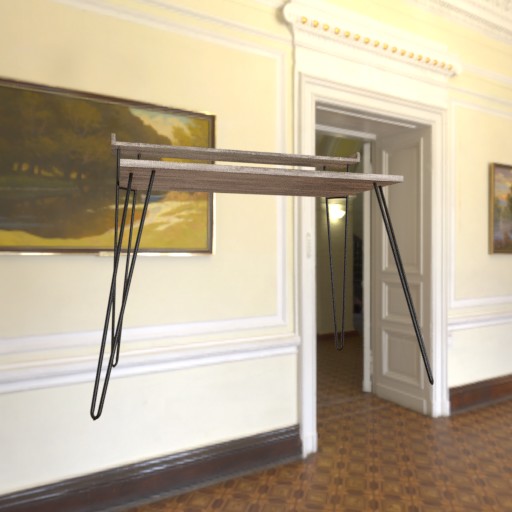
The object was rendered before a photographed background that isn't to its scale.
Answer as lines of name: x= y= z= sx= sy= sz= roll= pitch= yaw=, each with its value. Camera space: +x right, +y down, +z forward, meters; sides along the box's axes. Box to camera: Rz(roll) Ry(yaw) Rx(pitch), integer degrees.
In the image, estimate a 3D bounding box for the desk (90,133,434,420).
desk: x=0.000 y=0.000 z=1.660 sx=1.135 sy=0.899 sz=0.605 roll=0 pitch=0 yaw=-17
